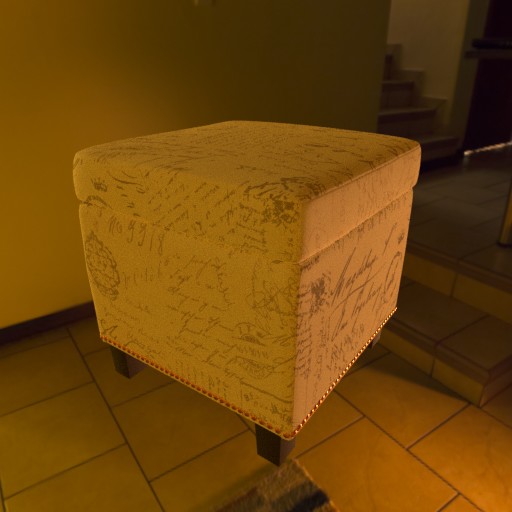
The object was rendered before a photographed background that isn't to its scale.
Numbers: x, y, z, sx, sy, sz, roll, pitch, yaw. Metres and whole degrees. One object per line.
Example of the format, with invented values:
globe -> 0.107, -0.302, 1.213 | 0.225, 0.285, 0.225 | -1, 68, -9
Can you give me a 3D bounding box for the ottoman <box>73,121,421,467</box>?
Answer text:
ottoman -> 0.000, 0.000, 0.848 | 0.449, 0.457, 0.450 | 17, 30, 32
